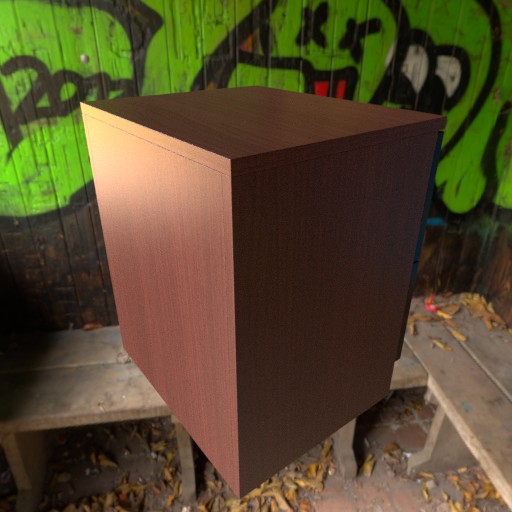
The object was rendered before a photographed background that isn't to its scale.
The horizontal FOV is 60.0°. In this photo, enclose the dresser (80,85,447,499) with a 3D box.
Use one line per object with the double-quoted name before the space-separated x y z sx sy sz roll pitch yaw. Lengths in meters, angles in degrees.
"dresser" 0.000 0.000 0.731 0.360 0.470 0.400 -19 33 -32
